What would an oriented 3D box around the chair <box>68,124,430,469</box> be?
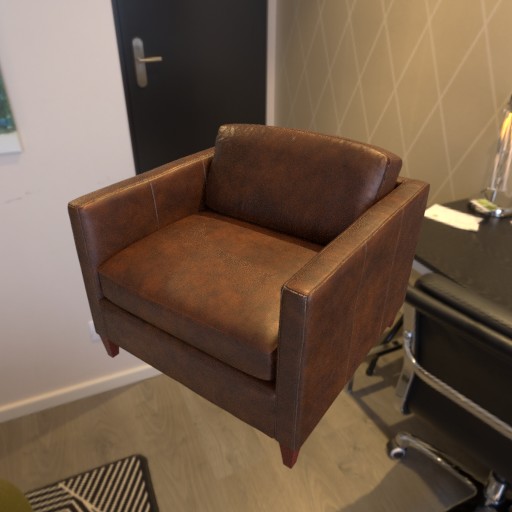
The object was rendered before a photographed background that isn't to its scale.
[{"bbox_3d":[0.000,0.000,1.760,0.990,0.864,0.975,20,35,30],"label":"chair"}]
